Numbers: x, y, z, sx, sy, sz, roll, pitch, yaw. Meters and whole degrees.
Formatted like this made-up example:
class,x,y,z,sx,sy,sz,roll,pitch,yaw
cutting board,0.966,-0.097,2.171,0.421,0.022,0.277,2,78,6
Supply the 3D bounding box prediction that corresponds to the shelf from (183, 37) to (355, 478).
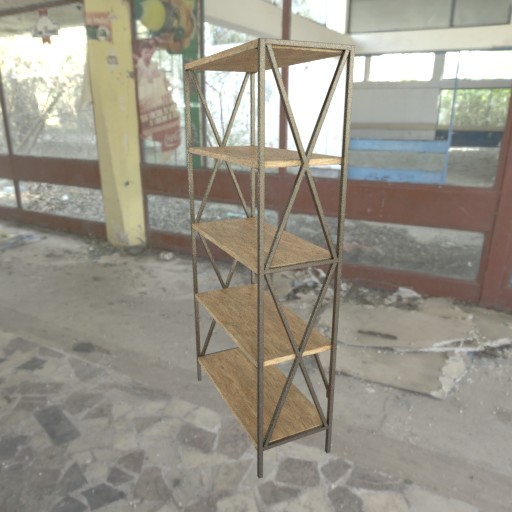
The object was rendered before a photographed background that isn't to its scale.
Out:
class,x,y,z,sx,sy,sz,roll,pitch,yaw
shelf,0.000,0.000,2.181,0.386,1.803,0.874,-8,19,-24
